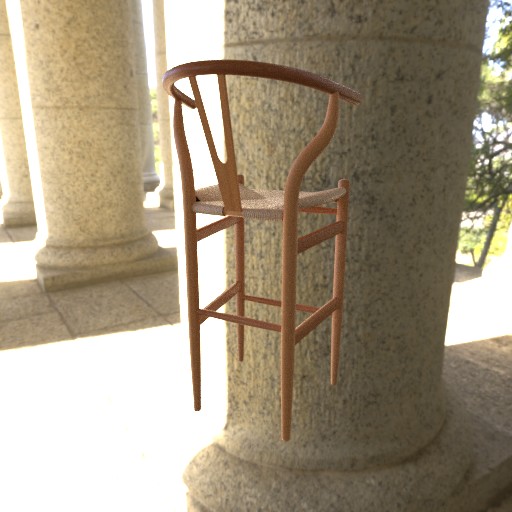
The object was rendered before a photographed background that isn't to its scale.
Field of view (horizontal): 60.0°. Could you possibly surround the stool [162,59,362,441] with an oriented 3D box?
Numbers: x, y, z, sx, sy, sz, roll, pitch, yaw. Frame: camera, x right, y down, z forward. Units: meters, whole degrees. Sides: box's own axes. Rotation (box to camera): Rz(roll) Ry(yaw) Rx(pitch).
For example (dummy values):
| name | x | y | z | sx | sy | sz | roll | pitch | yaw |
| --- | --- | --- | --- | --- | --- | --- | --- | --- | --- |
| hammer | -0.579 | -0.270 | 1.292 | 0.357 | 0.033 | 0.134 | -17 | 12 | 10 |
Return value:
| name | x | y | z | sx | sy | sz | roll | pitch | yaw |
| --- | --- | --- | --- | --- | --- | --- | --- | --- | --- |
| stool | 0.000 | 0.000 | 1.392 | 0.574 | 1.068 | 0.561 | 8 | 17 | 26 |
